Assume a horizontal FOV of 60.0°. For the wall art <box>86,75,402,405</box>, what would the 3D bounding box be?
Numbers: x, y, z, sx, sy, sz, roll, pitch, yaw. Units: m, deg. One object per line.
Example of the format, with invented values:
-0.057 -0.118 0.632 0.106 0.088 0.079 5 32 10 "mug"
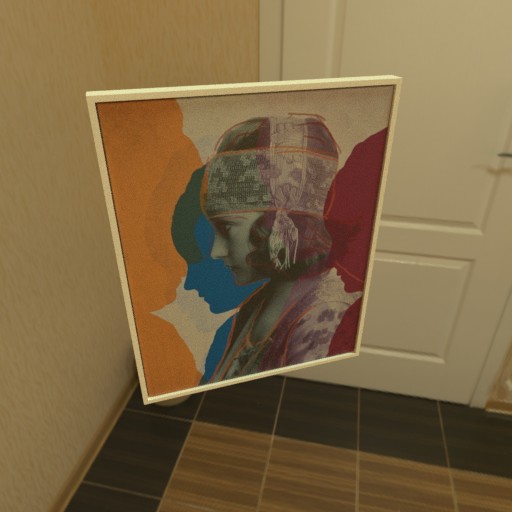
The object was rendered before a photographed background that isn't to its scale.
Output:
0.000 0.000 0.749 0.443 0.549 0.030 -9 32 -15 "wall art"
